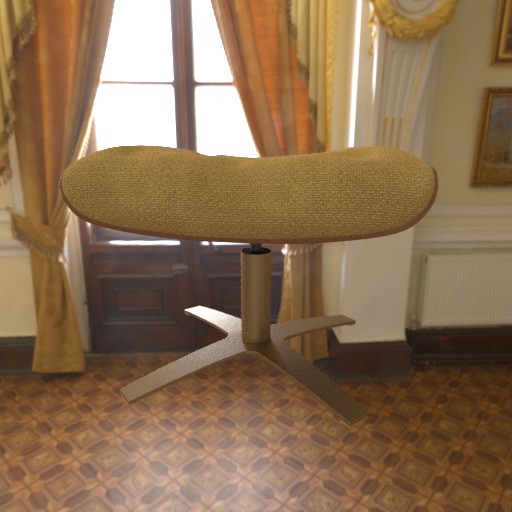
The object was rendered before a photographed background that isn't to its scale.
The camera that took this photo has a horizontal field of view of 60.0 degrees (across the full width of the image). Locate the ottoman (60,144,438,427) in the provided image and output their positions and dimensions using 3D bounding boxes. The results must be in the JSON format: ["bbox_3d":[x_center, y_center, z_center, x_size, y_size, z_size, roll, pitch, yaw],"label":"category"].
[{"bbox_3d":[0.000,0.000,0.799,0.520,0.391,0.394,2,16,9],"label":"ottoman"}]
